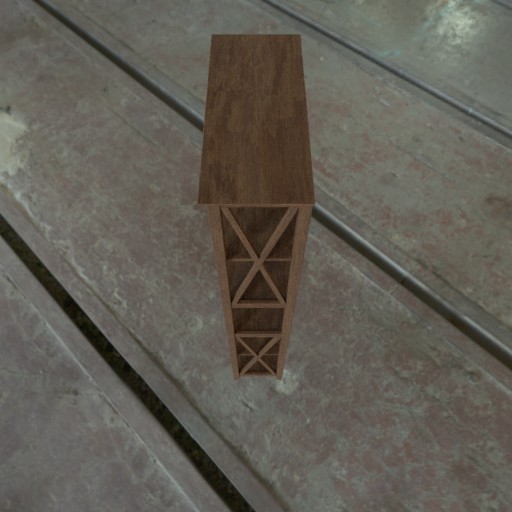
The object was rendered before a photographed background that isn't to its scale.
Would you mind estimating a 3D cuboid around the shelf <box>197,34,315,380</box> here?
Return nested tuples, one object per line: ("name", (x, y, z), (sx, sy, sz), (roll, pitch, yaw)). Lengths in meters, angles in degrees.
("shelf", (0.000, 0.000, 2.277), (0.335, 1.905, 0.805), (0, 59, 0))
